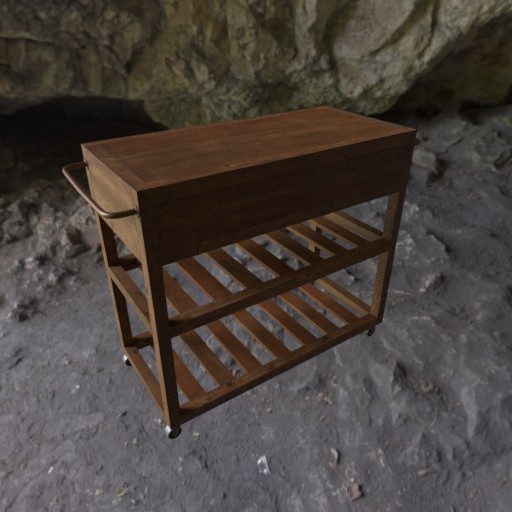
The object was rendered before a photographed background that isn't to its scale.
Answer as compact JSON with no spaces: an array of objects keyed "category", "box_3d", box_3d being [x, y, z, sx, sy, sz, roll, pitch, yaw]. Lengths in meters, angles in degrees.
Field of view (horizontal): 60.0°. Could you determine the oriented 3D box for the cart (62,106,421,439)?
[{"category":"cart","box_3d":[0.000,0.000,1.531,1.065,0.830,0.445,-19,35,-29]}]
